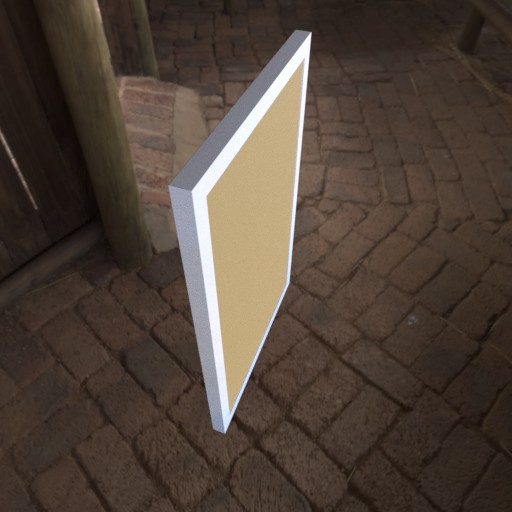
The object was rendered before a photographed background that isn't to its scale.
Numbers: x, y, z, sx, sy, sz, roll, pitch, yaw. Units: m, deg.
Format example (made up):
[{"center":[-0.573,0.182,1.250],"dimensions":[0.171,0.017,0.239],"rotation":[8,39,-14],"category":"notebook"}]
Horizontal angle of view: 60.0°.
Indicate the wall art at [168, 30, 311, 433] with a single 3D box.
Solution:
[{"center":[0.000,0.000,1.168],"dimensions":[0.039,0.915,0.612],"rotation":[16,50,14],"category":"wall art"}]
